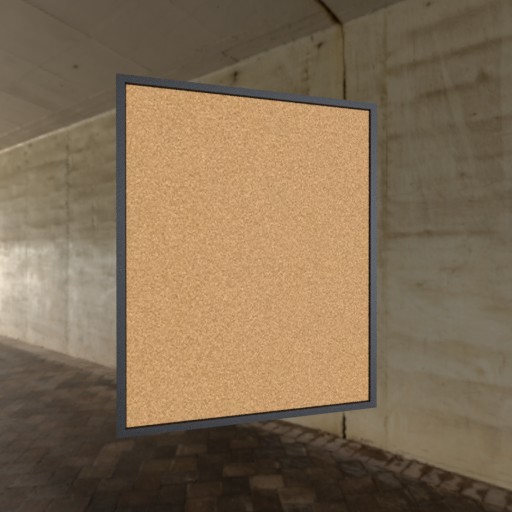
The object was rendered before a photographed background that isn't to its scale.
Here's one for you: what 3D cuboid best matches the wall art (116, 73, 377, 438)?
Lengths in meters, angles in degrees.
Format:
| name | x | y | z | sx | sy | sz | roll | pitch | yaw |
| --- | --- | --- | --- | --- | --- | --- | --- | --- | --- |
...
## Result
| name | x | y | z | sx | sy | sz | roll | pitch | yaw |
| --- | --- | --- | --- | --- | --- | --- | --- | --- | --- |
| wall art | 0.000 | 0.000 | 0.760 | 0.457 | 0.559 | 0.029 | 0 | 0 | -17 |
